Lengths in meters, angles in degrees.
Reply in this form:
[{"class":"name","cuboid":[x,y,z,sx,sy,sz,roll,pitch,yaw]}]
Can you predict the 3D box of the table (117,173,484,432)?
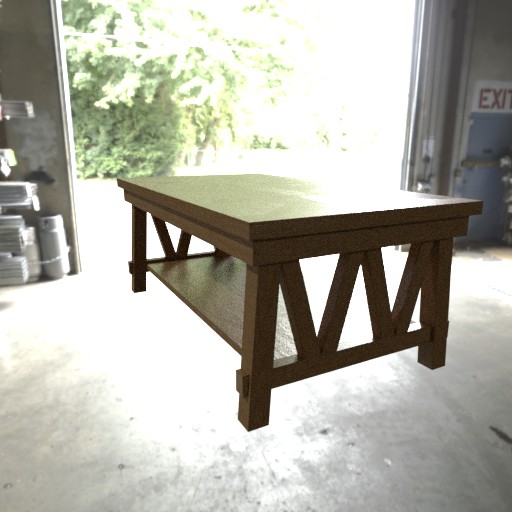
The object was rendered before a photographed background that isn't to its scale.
[{"class":"table","cuboid":[0.000,0.000,1.636,0.711,0.507,1.270,-8,16,-27]}]
